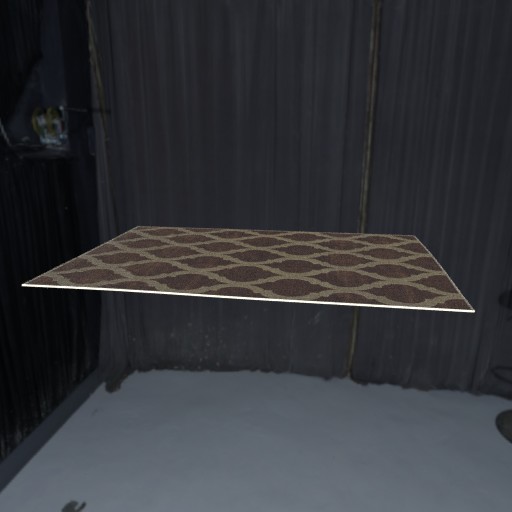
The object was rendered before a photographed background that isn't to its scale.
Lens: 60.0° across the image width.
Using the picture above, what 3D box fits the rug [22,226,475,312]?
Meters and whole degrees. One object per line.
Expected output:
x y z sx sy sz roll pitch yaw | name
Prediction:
0.000 0.000 2.906 2.284 0.008 1.522 2 16 9 | rug
